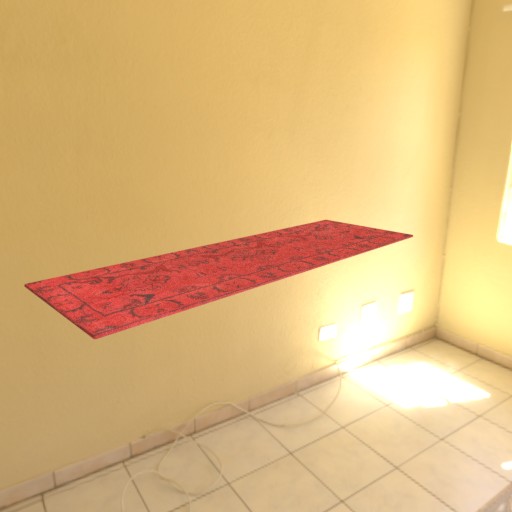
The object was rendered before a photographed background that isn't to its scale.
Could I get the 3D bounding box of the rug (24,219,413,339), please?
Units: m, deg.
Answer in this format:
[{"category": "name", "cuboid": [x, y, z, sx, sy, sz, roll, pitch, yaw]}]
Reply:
[{"category": "rug", "cuboid": [0.000, 0.000, 2.746, 2.439, 0.018, 0.813, -14, 21, -41]}]
